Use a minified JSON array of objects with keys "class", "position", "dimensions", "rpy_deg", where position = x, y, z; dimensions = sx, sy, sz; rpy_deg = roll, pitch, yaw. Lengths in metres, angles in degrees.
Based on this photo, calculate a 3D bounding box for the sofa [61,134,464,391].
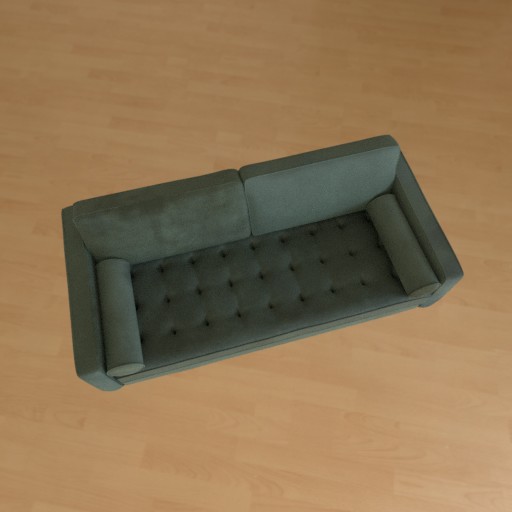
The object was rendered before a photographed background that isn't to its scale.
[{"class":"sofa","position":[0.000,0.000,2.369],"dimensions":[1.880,0.772,0.916],"rpy_deg":[-14,64,-7]}]
